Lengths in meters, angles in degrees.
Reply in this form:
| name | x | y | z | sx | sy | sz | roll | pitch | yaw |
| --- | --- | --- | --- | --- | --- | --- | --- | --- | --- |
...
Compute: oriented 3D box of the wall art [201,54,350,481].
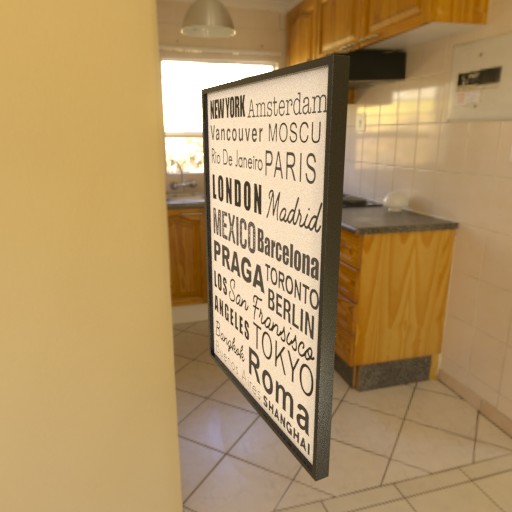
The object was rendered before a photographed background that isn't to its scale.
| name | x | y | z | sx | sy | sz | roll | pitch | yaw |
| --- | --- | --- | --- | --- | --- | --- | --- | --- | --- |
| wall art | 0.000 | 0.000 | 1.389 | 0.043 | 1.046 | 0.788 | -7 | 17 | -26 |
